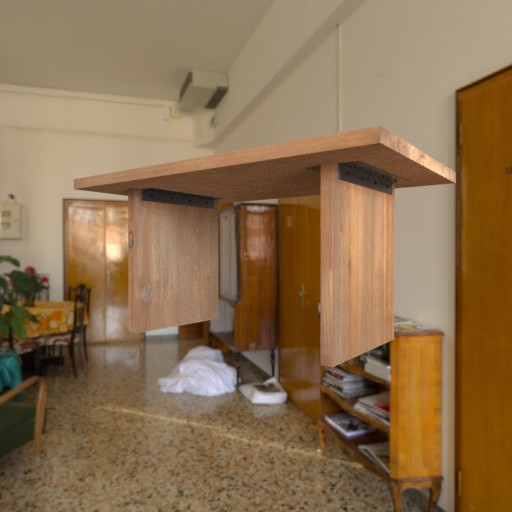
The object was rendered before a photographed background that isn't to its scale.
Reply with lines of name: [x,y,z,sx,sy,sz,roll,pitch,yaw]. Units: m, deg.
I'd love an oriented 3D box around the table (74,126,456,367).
table: [0.000,0.000,2.160,1.609,0.780,0.946,0,1,37]
